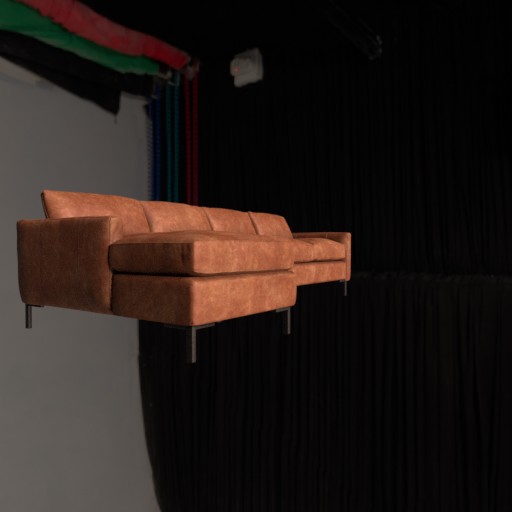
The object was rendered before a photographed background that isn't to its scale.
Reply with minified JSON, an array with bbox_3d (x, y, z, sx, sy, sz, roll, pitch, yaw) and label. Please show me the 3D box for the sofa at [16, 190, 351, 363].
[{"bbox_3d":[0.000,0.000,3.476,1.471,0.859,2.993,1,1,35],"label":"sofa"}]
